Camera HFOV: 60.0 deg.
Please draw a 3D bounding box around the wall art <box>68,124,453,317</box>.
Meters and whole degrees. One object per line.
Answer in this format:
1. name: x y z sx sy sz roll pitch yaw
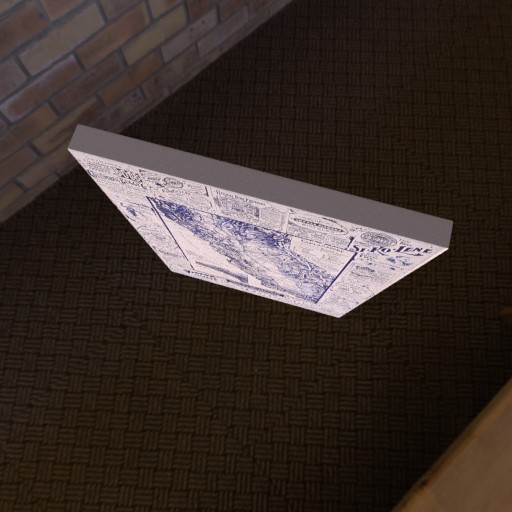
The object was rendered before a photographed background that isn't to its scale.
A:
1. wall art: 0.000 0.000 0.941 0.511 0.753 0.039 15 76 4
